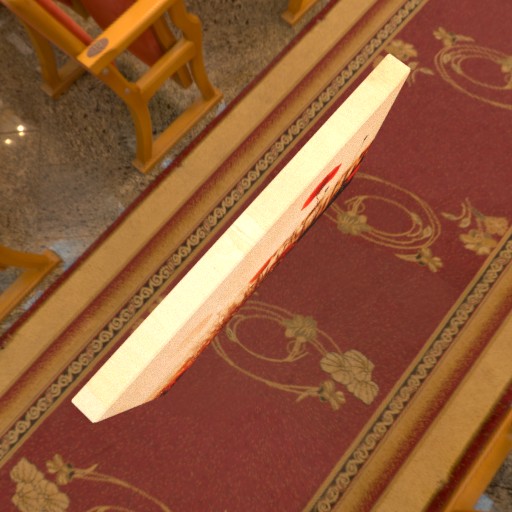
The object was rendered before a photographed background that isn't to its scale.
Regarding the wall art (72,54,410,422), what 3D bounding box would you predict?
[{"bbox_3d":[0.000,0.000,0.760,0.040,0.402,0.613,40,80,8],"label":"wall art"}]
